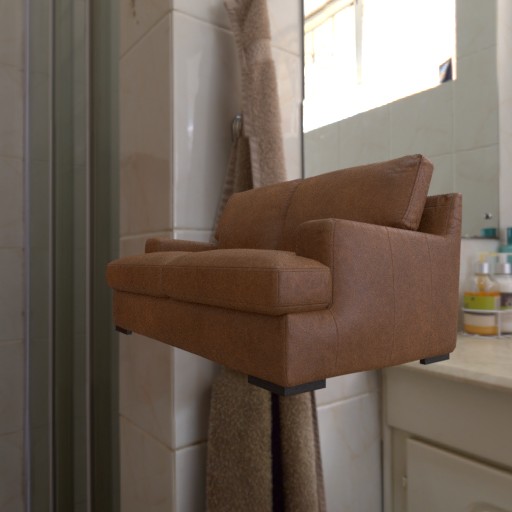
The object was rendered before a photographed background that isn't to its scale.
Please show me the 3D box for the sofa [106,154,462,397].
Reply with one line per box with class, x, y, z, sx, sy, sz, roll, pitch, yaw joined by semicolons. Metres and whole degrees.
sofa;0.000;0.000;2.490;1.144;0.966;1.880;0;-1;-36
